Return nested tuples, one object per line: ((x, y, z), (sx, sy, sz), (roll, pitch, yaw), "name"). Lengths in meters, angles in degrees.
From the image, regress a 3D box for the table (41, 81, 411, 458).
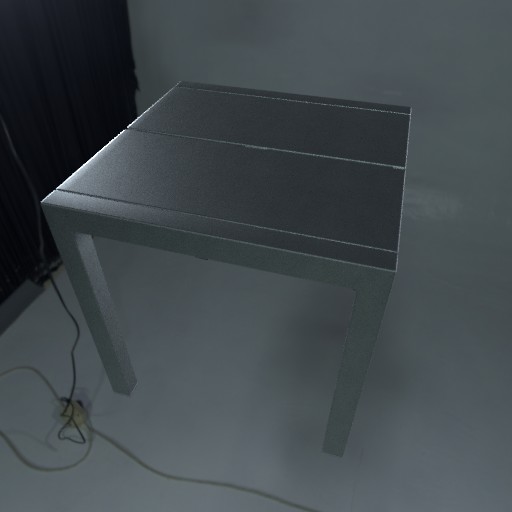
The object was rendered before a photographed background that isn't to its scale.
((0.000, 0.000, 0.939), (0.508, 0.508, 0.508), (11, 43, 12), "table")
